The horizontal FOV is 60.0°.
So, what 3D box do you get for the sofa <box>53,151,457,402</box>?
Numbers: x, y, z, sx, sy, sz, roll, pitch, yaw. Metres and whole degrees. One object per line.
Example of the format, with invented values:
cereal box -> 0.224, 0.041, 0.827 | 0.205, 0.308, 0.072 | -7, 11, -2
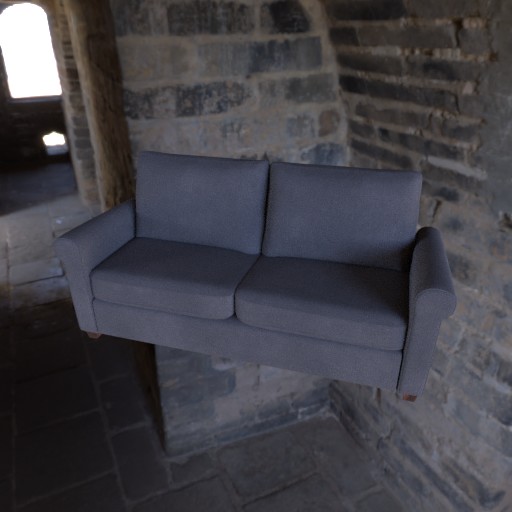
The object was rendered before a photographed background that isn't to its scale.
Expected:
sofa -> 0.000, 0.000, 2.435 | 1.935, 0.942, 0.842 | 7, 27, 15
